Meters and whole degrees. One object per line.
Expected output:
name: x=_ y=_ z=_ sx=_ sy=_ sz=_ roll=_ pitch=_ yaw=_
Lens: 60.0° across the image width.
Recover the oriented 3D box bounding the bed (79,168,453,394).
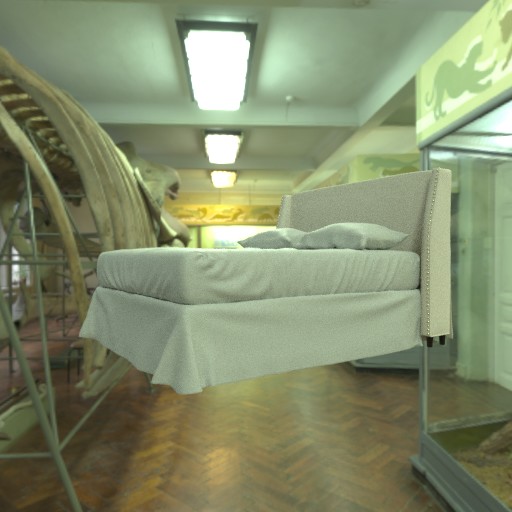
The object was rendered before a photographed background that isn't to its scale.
bed: x=0.000 y=0.000 z=3.457 sx=2.276 sy=1.332 sz=1.925 roll=0 pitch=0 yaw=-34
